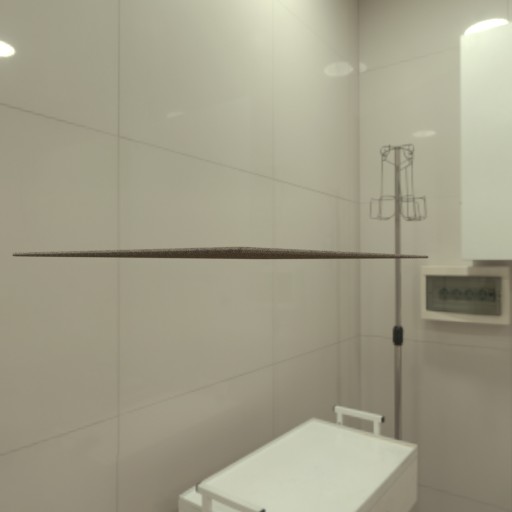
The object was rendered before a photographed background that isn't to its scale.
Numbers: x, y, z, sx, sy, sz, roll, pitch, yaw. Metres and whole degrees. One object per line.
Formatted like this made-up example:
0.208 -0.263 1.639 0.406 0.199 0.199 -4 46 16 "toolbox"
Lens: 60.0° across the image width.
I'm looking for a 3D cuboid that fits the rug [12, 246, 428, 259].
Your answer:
0.000 0.000 2.254 1.219 0.016 1.829 -1 -1 36 "rug"
